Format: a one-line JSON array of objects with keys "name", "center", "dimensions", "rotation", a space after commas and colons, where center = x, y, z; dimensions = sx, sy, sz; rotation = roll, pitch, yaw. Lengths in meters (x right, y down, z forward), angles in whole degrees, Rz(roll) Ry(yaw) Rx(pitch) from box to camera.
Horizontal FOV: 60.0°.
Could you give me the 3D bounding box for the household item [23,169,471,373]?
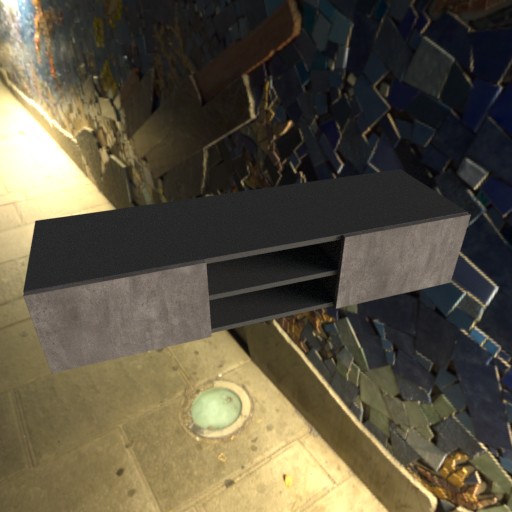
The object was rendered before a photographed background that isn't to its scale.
[{"name": "household item", "center": [0.000, 0.000, 1.570], "dimensions": [1.400, 0.310, 0.420], "rotation": [-10, 35, -15]}]
